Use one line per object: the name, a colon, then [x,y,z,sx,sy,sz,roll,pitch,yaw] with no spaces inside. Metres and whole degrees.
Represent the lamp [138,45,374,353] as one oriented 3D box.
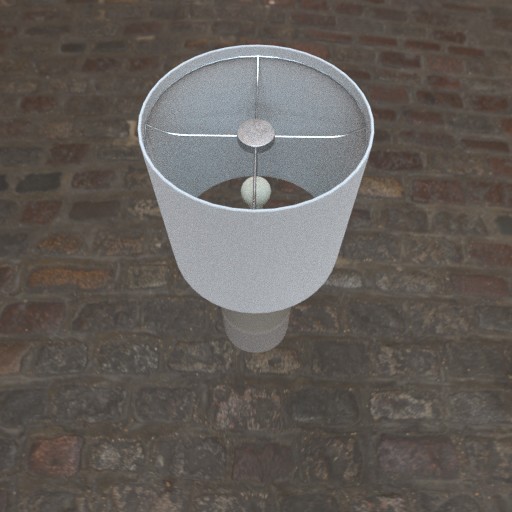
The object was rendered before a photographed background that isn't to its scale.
lamp: [0.000,0.000,0.612,0.212,0.493,0.212,1,59,1]
